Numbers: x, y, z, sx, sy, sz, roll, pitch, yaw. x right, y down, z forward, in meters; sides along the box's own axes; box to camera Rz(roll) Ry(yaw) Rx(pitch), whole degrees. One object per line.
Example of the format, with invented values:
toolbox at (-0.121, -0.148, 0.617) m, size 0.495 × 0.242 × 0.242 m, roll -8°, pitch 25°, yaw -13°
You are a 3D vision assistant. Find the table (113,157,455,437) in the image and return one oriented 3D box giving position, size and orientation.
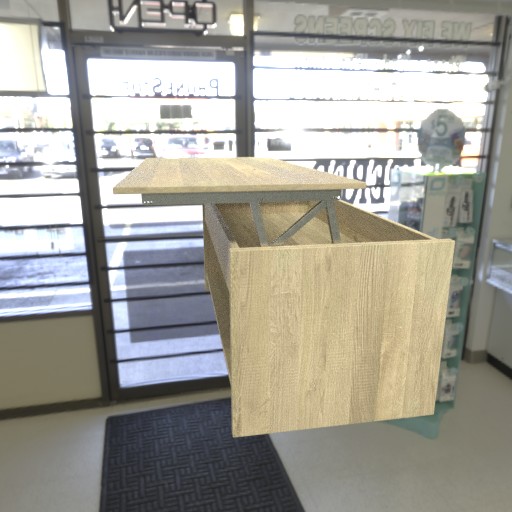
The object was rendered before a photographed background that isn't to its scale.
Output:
table at (0.000, 0.000, 1.426) m, size 0.712 × 0.570 × 1.000 m, roll -3°, pitch 16°, yaw -10°
